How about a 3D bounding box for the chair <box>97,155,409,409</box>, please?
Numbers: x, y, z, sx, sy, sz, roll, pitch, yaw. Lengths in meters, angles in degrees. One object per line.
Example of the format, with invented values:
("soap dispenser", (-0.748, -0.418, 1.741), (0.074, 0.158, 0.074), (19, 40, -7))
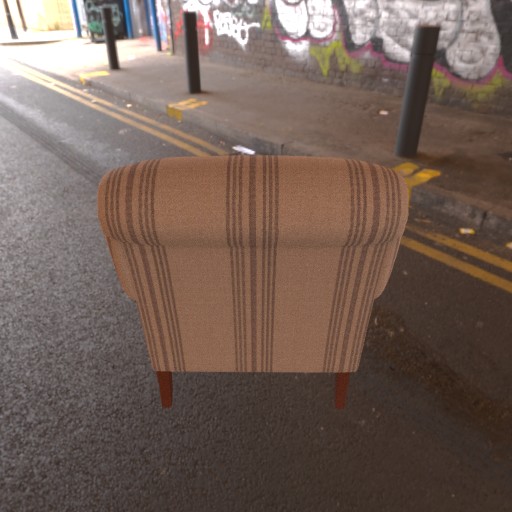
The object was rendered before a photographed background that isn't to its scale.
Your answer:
("chair", (0.000, 0.000, 1.598), (0.813, 0.940, 0.914), (0, 31, 0))
